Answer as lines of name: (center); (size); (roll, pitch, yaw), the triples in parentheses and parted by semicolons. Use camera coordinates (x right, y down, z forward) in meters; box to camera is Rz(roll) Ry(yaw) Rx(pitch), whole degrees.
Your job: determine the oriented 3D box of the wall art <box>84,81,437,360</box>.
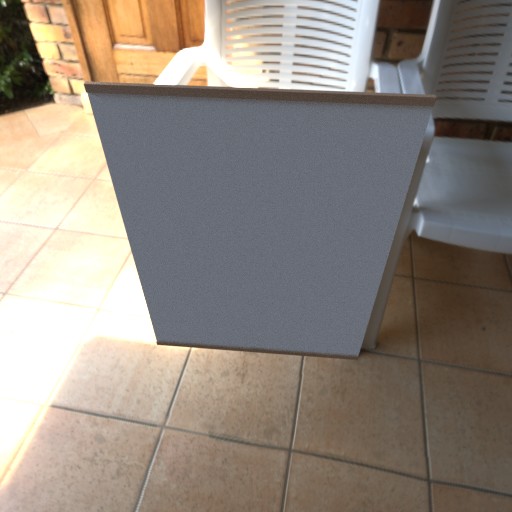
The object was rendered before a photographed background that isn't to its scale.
wall art: (0.000, 0.000, 1.314); (0.758, 1.016, 0.013); (4, 45, 4)
